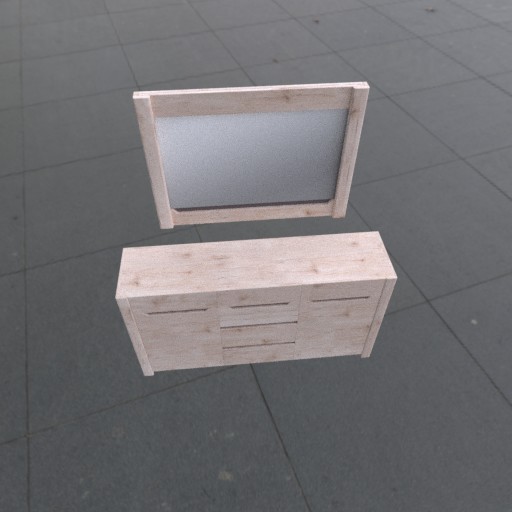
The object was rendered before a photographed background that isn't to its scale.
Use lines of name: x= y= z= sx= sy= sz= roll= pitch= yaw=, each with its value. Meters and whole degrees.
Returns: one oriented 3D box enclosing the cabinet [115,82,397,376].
cabinet: x=0.000 y=0.000 z=2.754 sx=1.700 sy=1.981 sz=0.420 roll=-4 pitch=47 yaw=-4
